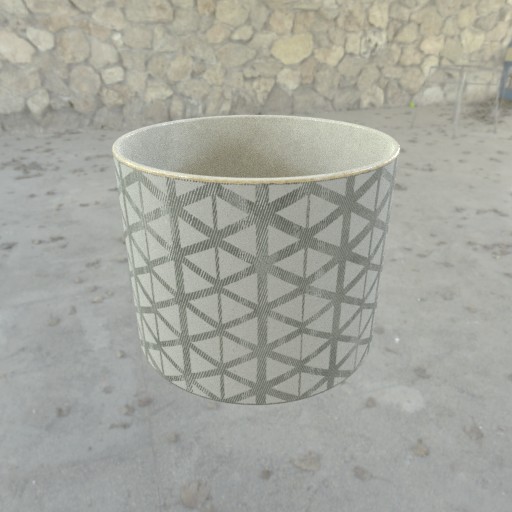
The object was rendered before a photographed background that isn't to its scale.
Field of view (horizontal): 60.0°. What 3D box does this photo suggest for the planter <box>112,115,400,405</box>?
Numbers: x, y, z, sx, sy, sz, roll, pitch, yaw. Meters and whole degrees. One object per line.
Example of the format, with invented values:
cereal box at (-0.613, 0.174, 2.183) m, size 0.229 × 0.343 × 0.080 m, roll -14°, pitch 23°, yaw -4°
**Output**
planter at (0.000, 0.000, 0.454) m, size 0.250 × 0.239 × 0.250 m, roll 0°, pitch 27°, yaw 0°
